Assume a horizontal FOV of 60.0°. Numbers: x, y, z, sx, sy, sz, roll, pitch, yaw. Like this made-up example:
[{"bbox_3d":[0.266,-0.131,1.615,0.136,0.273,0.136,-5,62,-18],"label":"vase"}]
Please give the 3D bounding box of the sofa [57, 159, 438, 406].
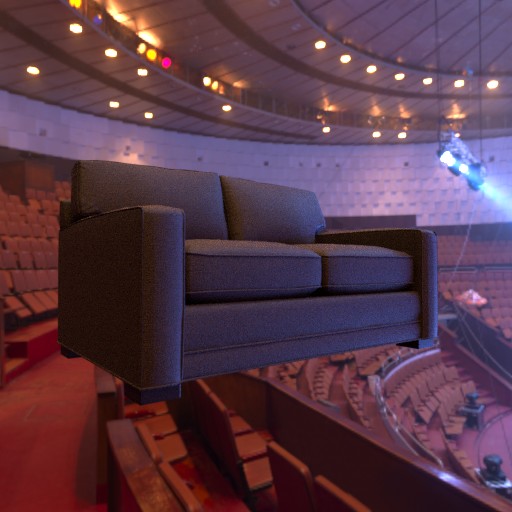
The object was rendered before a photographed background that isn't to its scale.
[{"bbox_3d":[0.000,0.000,2.090,1.534,0.887,0.974,1,-1,-37],"label":"sofa"}]
